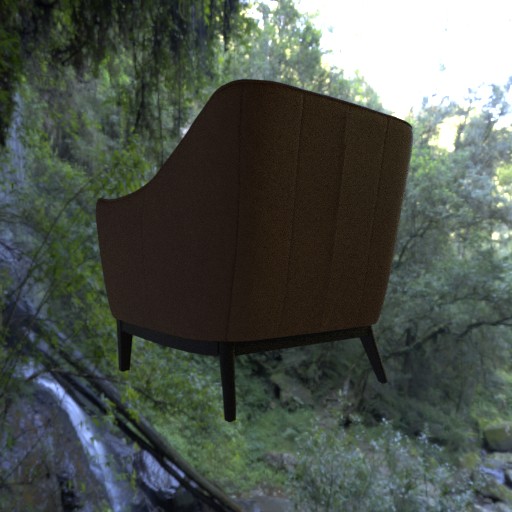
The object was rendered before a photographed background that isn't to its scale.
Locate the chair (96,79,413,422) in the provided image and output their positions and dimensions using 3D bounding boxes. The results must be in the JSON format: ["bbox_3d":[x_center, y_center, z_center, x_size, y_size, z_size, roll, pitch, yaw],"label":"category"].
[{"bbox_3d":[0.000,0.000,1.520,0.871,0.830,0.852,0,-1,-36],"label":"chair"}]
